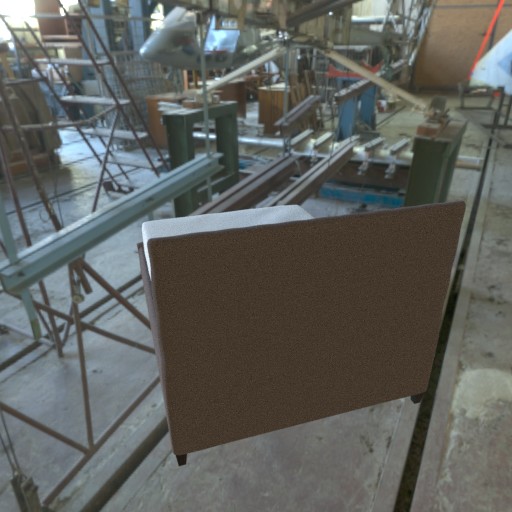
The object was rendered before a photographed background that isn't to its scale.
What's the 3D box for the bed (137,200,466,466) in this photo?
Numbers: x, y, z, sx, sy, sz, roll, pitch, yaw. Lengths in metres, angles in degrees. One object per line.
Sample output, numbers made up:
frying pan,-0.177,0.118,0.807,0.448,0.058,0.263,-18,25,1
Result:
bed,0.000,0.000,3.383,1.696,1.426,2.233,-8,28,-16
